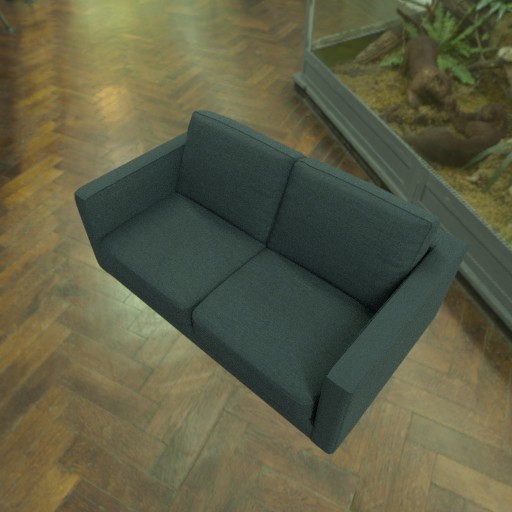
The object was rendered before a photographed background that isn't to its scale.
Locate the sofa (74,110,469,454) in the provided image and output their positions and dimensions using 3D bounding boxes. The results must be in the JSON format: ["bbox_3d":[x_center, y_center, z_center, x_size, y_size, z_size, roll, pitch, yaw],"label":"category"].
[{"bbox_3d":[0.000,0.000,2.268,1.659,0.907,0.999,32,54,28],"label":"sofa"}]
